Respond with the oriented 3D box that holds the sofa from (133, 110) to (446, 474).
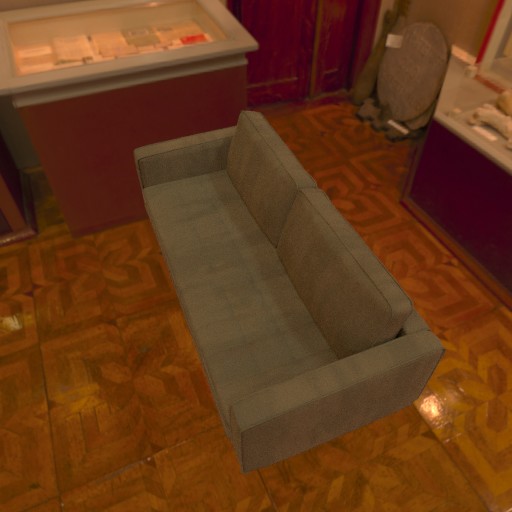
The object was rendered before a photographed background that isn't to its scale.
[{"bbox_3d":[0.000,0.000,2.408,0.924,0.825,1.920,-16,49,-15],"label":"sofa"}]
